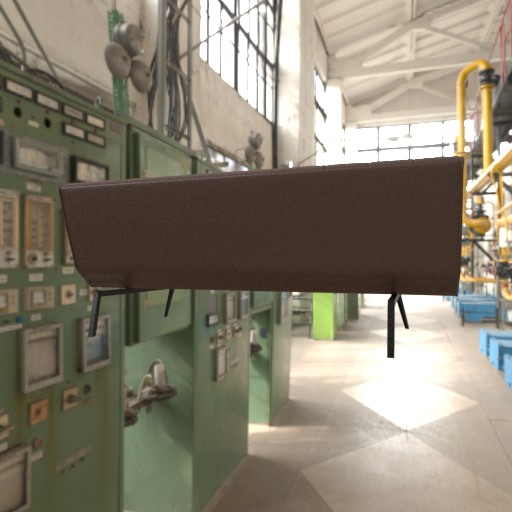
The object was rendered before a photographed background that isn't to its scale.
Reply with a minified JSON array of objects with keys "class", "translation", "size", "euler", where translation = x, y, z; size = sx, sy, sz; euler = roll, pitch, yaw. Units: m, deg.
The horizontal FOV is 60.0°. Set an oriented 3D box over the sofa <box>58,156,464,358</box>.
[{"class":"sofa","translation":[0.000,0.000,2.058],"size":[1.703,0.699,0.747],"euler":[0,-1,20]}]
